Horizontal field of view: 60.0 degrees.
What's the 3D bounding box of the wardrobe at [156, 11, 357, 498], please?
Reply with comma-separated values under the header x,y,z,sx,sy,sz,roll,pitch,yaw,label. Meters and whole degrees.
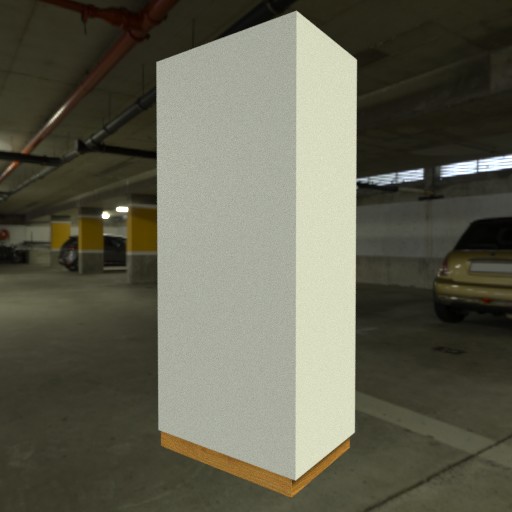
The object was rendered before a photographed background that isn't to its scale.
x,y,z,sx,sy,sz,roll,pitch,yaw,label
0.000,0.000,2.343,0.860,2.040,0.600,1,2,37,wardrobe
